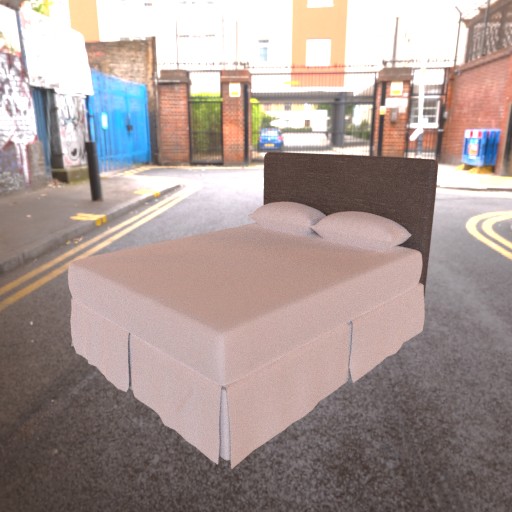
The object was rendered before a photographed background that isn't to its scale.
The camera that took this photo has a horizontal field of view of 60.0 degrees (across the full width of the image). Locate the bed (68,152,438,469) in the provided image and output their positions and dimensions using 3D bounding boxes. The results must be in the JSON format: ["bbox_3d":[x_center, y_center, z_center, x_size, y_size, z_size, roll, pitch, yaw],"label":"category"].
[{"bbox_3d":[0.000,0.000,3.133,1.723,1.330,2.142,15,22,43],"label":"bed"}]
